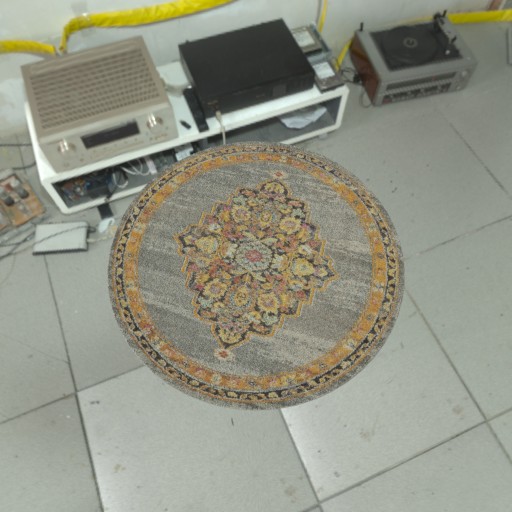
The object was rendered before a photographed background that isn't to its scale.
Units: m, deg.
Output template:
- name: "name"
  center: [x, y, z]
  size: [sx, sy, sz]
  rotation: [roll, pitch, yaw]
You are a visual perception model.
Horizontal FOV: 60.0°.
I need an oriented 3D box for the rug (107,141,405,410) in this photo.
- name: "rug"
  center: [0.000, 0.000, 3.586]
  size: [2.382, 0.014, 2.382]
  rotation: [0, 63, 0]
